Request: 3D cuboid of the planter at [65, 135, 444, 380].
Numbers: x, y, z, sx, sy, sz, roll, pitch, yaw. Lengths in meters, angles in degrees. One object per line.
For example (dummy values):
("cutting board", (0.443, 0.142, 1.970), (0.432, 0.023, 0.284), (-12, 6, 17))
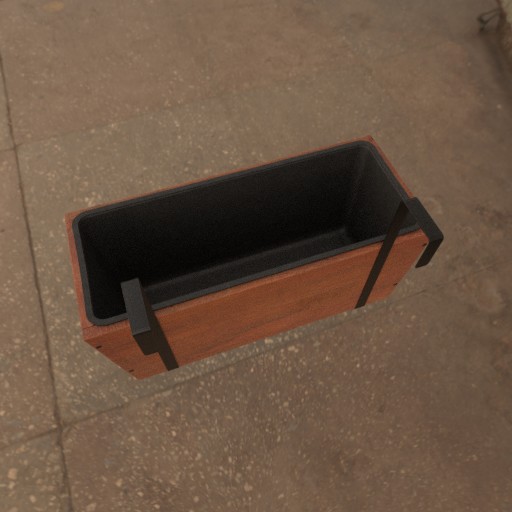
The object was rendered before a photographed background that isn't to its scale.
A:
("planter", (0.000, 0.000, 0.634), (0.480, 0.289, 0.262), (-17, 59, -10))
